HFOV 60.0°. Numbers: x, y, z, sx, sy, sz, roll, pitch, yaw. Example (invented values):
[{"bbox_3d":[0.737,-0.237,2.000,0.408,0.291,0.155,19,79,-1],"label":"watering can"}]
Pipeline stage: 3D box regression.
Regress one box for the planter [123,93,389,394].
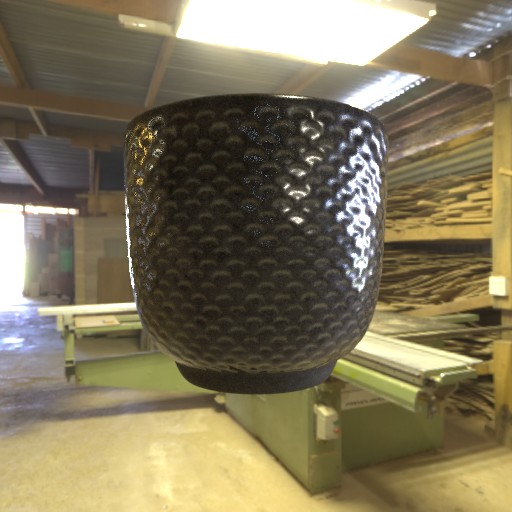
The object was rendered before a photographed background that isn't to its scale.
[{"bbox_3d":[0.000,0.000,0.243,0.140,0.129,0.140,0,0,0],"label":"planter"}]
